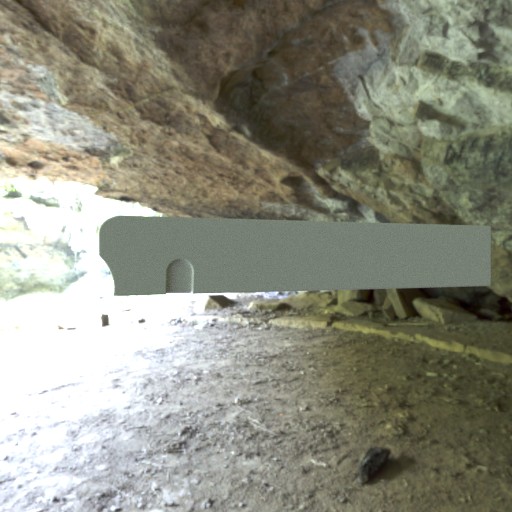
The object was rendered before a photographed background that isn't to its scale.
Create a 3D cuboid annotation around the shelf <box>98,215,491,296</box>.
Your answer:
[{"bbox_3d":[0.000,0.000,0.464,0.310,0.050,0.310,0,0,-19],"label":"shelf"}]
